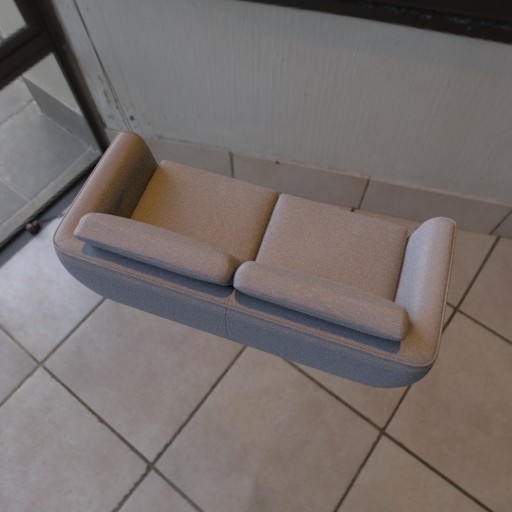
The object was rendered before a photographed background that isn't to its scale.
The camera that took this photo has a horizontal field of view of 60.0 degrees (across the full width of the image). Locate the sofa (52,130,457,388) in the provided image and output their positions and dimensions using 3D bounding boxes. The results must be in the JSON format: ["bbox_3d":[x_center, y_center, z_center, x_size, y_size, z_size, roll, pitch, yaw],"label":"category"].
[{"bbox_3d":[0.000,0.000,2.520,2.000,0.870,0.920,17,65,8],"label":"sofa"}]
